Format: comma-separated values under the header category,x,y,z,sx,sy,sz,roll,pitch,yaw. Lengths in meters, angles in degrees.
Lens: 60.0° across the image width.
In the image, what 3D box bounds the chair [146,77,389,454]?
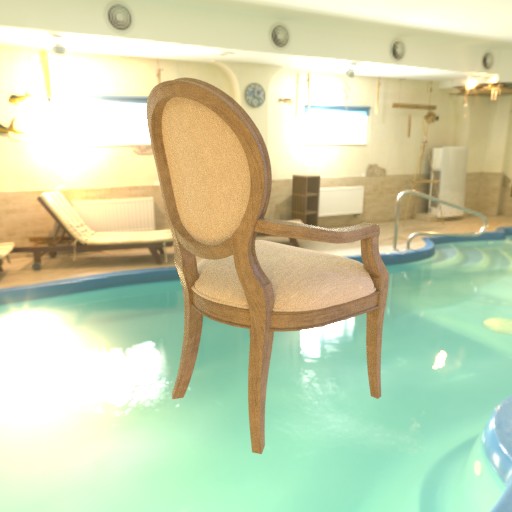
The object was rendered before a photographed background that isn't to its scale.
category,x,y,z,sx,sy,sz,roll,pitch,yaw
chair,0.000,0.000,1.383,0.611,0.991,0.602,14,20,42
